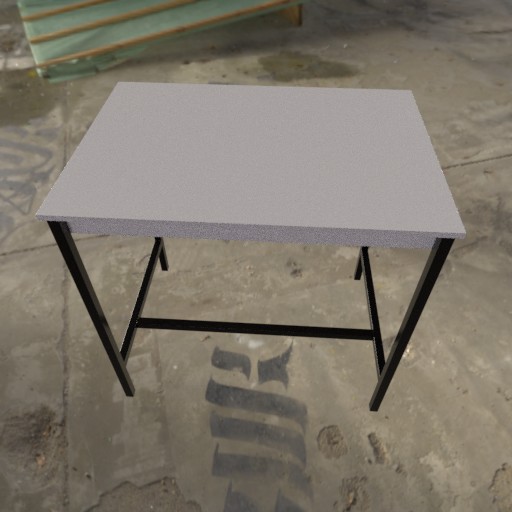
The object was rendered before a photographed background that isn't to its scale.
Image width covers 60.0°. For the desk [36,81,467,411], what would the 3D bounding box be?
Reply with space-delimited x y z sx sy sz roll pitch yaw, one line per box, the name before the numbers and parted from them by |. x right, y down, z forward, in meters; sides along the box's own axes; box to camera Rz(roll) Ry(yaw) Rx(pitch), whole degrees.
desk | 0.000 0.000 1.305 0.811 0.766 0.573 3 46 3
